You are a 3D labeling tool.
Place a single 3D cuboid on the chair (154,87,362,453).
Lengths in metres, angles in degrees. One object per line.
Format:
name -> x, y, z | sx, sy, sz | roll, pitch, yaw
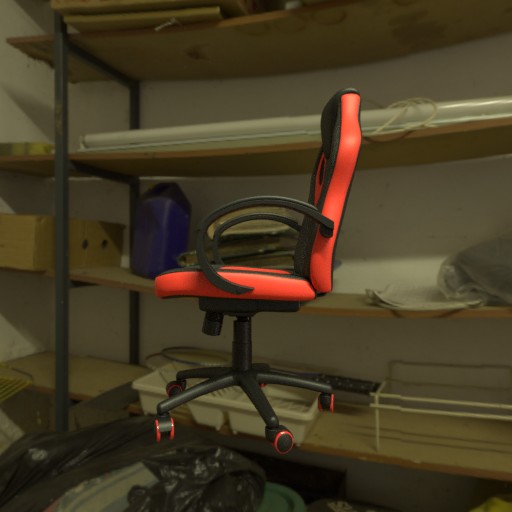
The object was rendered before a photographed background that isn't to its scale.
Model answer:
chair -> 0.000, 0.000, 1.429 | 0.642, 1.016, 0.600 | 0, 0, -1
